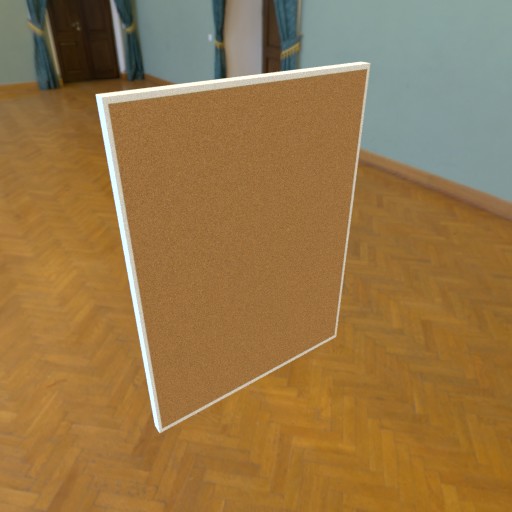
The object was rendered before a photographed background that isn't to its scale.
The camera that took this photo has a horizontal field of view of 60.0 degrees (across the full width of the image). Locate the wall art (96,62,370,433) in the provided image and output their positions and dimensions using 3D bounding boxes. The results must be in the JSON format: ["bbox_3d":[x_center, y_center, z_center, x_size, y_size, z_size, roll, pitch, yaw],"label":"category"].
[{"bbox_3d":[0.000,0.000,1.378,0.795,1.050,0.039,-21,37,-30],"label":"wall art"}]
